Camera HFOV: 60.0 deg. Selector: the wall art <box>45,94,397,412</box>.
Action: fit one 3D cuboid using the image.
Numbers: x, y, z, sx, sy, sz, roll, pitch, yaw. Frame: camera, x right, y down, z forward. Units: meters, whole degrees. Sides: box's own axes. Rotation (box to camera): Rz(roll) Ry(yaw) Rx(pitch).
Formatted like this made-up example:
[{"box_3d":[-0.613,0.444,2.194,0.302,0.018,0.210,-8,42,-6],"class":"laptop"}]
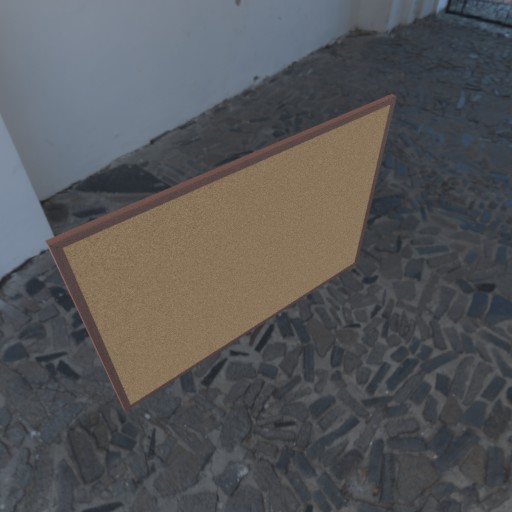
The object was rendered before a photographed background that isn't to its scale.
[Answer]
[{"box_3d":[0.000,0.000,0.856,0.660,0.455,0.014,-29,52,-25],"class":"wall art"}]
